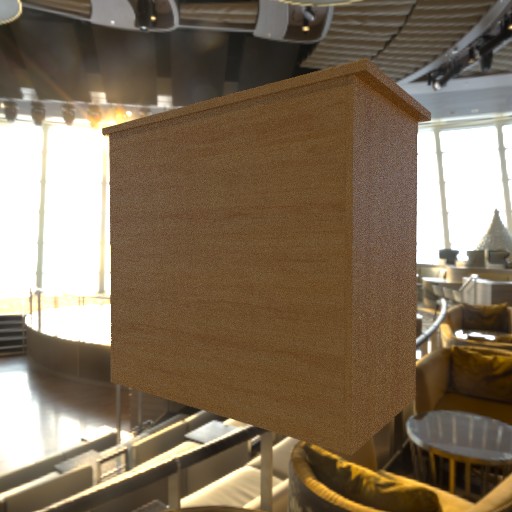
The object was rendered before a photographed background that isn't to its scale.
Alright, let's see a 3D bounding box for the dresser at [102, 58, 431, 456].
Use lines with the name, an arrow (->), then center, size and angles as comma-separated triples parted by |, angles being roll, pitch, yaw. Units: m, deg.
dresser -> 0.000, 0.000, 1.206 | 0.800, 0.730, 0.410 | 1, 2, 37
